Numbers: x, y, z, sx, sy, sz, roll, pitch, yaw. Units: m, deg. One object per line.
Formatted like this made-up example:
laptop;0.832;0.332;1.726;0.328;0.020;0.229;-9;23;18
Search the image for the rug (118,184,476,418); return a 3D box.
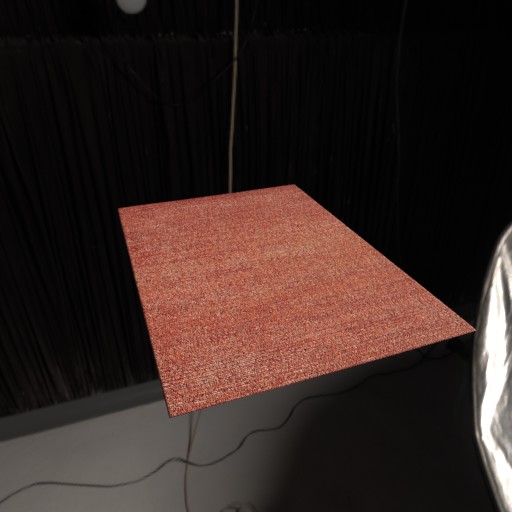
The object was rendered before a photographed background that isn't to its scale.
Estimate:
rug;0.000;0.000;5.214;2.803;0.025;3.965;-10;31;-18
